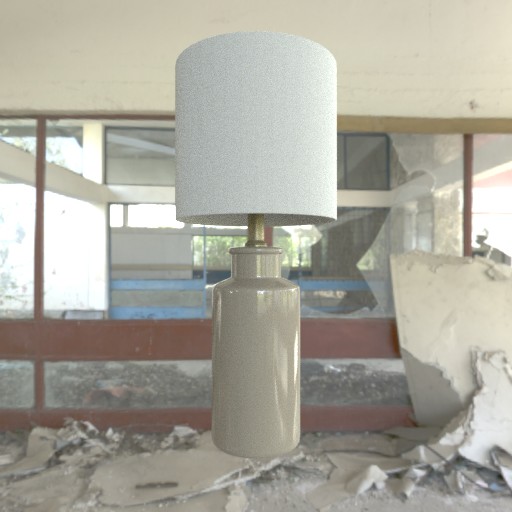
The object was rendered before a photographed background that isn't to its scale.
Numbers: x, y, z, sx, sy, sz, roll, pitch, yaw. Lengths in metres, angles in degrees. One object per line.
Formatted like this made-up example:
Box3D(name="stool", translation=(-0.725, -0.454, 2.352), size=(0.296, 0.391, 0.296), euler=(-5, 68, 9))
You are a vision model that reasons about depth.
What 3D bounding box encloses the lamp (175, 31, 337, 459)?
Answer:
Box3D(name="lamp", translation=(0.000, 0.000, 0.590), size=(0.212, 0.493, 0.212), euler=(0, 0, 35))
